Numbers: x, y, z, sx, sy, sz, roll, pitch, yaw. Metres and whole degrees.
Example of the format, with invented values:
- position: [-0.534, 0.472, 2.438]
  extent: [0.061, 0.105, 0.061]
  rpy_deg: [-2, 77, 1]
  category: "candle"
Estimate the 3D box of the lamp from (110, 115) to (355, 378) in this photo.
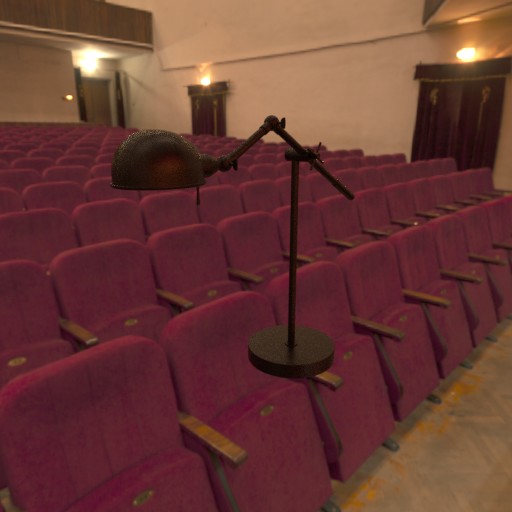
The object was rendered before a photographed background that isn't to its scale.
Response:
- position: [0.000, 0.000, 0.818]
  extent: [0.185, 0.495, 0.567]
  rpy_deg: [15, 21, 42]
  category: "lamp"
